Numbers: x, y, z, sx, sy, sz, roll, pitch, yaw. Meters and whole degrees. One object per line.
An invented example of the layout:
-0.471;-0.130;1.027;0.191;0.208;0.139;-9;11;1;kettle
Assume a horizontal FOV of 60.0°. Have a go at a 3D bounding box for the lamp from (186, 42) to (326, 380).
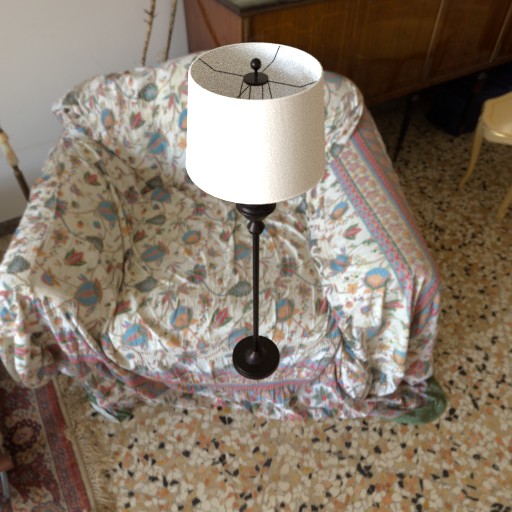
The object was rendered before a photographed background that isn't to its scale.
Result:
0.000;0.000;1.686;0.431;1.484;0.431;0;46;0;lamp
